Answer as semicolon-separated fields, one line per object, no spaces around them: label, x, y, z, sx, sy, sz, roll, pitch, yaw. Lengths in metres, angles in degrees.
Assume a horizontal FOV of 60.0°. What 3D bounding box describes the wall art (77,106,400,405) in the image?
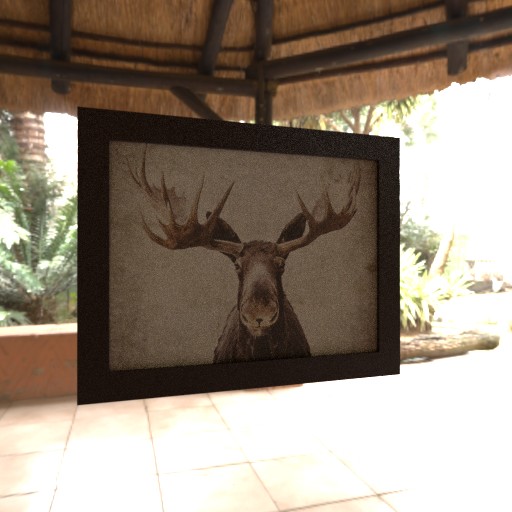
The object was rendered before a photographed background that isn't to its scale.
wall art;0.000;0.000;1.611;1.207;0.952;0.034;0;0;-18
